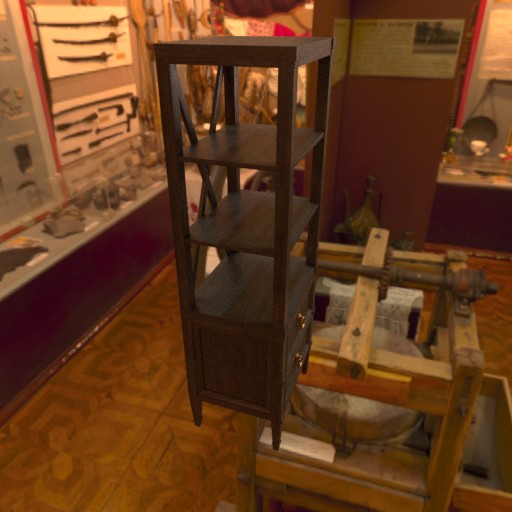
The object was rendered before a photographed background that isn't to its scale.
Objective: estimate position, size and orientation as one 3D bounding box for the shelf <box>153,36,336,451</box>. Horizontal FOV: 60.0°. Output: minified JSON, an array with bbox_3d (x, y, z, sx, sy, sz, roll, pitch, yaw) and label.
[{"bbox_3d":[0.000,0.000,1.970,0.472,1.727,0.584,10,30,17],"label":"shelf"}]
